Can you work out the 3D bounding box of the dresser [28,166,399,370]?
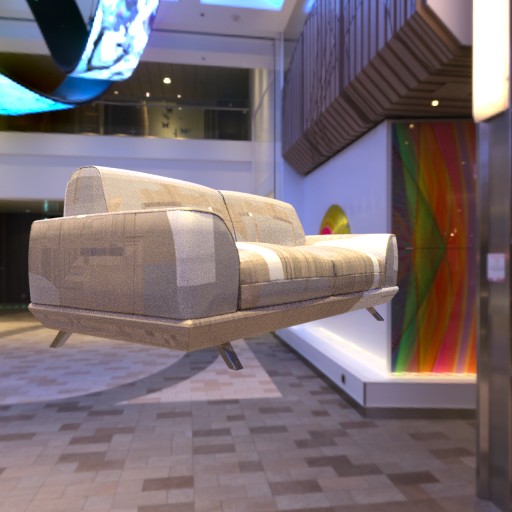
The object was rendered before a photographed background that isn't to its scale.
[{"bbox_3d":[0.000,0.000,5.595,2.251,1.863,4.679,0,0,35],"label":"dresser"}]
